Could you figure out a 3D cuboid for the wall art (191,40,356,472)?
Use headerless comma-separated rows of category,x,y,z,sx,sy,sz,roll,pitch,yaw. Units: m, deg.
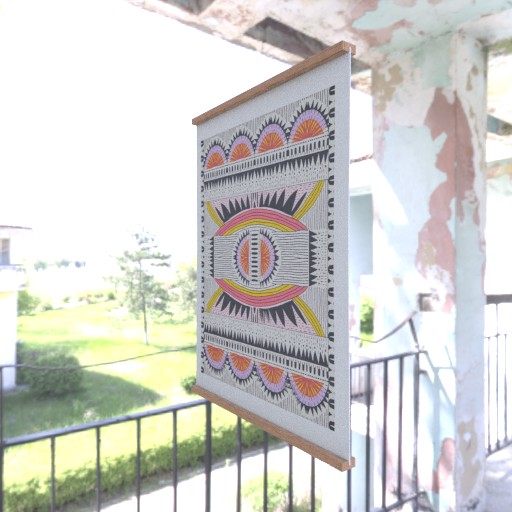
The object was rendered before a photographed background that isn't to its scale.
wall art,0.000,0.000,0.817,0.028,0.609,0.456,0,0,-36
